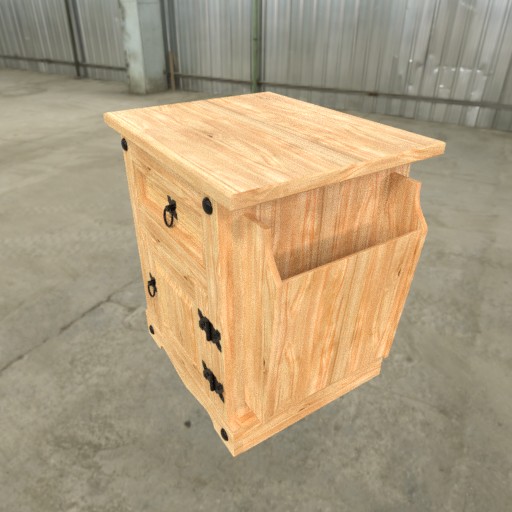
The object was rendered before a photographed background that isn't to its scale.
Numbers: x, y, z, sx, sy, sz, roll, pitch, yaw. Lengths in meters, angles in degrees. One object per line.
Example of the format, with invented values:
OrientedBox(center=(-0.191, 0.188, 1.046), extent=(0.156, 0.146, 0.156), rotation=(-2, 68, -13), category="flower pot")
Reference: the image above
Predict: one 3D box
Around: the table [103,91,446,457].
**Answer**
OrientedBox(center=(0.000, 0.000, 0.883), extent=(0.380, 0.515, 0.530), rotation=(-19, 36, -28), category="table")
